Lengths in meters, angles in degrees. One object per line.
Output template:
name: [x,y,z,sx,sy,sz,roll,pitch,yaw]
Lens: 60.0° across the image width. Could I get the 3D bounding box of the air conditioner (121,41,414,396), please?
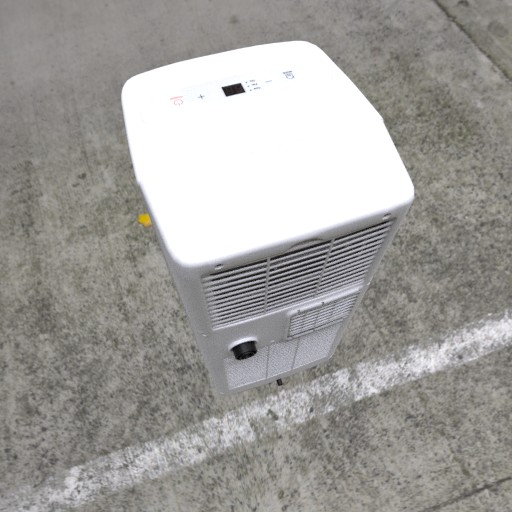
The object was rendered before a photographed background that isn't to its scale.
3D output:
air conditioner: [0.000,0.000,0.789,0.304,0.606,0.349,-17,60,-10]
